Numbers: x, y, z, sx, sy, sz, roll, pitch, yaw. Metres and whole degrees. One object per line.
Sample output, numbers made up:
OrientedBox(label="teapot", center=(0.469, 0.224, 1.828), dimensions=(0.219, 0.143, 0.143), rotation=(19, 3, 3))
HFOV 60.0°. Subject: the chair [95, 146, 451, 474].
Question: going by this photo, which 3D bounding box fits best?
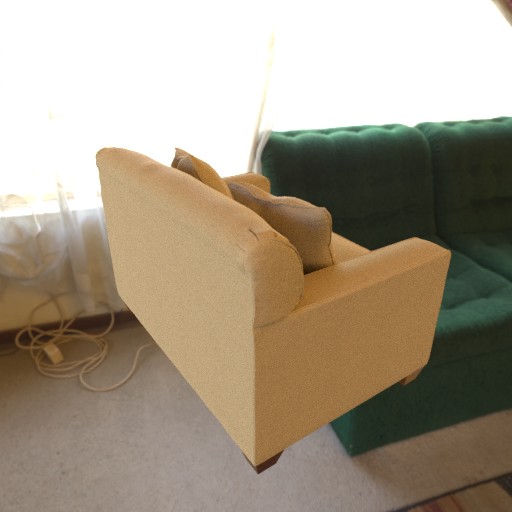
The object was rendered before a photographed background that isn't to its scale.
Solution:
OrientedBox(label="chair", center=(0.000, 0.000, 2.070), dimensions=(1.000, 0.948, 1.383), rotation=(-17, 31, -31))
